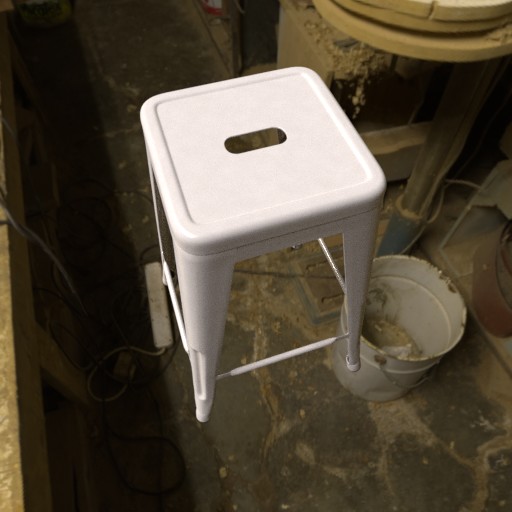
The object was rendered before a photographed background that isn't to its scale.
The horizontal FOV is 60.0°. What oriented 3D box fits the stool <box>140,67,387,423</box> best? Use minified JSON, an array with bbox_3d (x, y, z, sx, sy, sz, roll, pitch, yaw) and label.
[{"bbox_3d":[0.000,0.000,0.882,0.406,0.610,0.406,-16,58,-10],"label":"stool"}]
